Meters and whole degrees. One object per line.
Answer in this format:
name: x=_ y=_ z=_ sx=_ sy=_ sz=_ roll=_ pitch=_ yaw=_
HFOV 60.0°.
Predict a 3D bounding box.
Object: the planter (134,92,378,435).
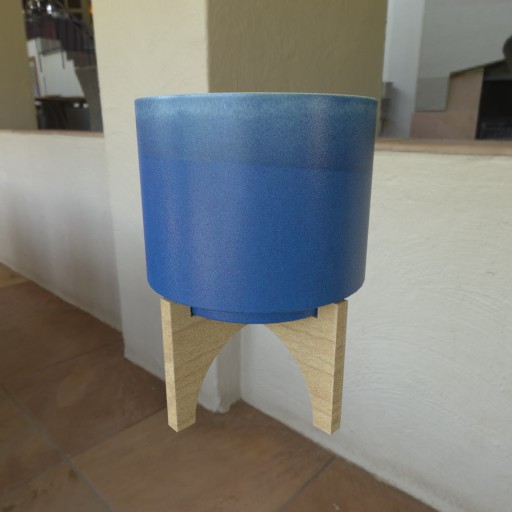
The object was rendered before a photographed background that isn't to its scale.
planter: x=0.000 y=0.000 z=0.398 sx=0.192 sy=0.263 sz=0.192 roll=0 pitch=16 yaw=0
